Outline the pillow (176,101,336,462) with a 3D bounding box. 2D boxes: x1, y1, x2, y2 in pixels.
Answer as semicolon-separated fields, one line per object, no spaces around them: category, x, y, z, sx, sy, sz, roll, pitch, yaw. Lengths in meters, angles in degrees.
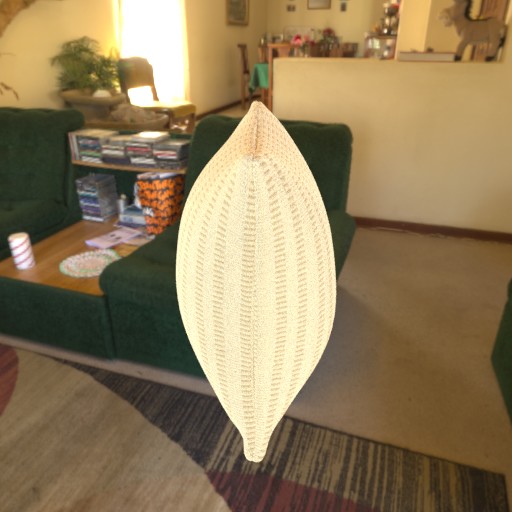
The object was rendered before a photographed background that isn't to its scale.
pillow;0.000;0.000;0.702;0.247;0.419;0.438;0;26;1
